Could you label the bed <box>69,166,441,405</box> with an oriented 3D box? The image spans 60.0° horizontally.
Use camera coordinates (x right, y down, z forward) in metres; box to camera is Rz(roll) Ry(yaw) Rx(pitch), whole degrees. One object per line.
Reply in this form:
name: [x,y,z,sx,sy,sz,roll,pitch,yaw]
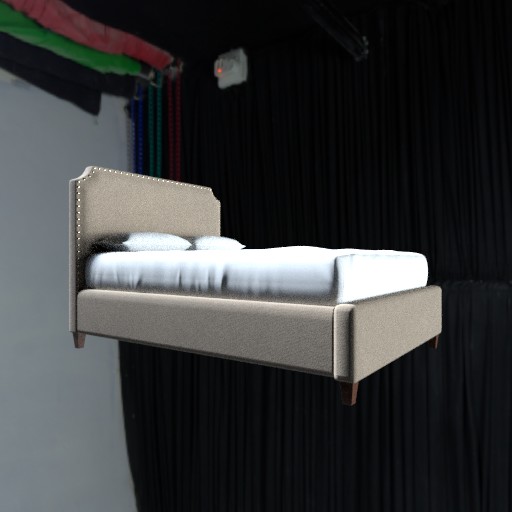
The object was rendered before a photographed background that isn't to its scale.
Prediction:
bed: [0.000,0.000,3.413,2.329,1.415,1.703,0,0,35]
